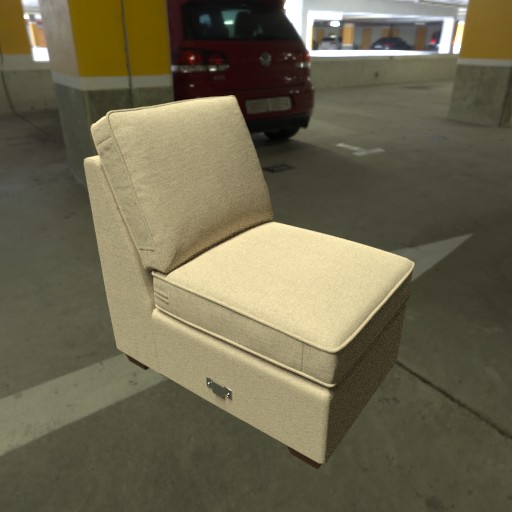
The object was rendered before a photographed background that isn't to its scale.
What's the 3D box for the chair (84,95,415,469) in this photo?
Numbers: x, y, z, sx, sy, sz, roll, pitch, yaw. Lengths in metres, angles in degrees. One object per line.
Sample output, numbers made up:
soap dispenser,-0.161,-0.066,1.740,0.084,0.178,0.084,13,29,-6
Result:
chair,0.000,0.000,1.525,0.938,0.970,0.621,18,31,32
